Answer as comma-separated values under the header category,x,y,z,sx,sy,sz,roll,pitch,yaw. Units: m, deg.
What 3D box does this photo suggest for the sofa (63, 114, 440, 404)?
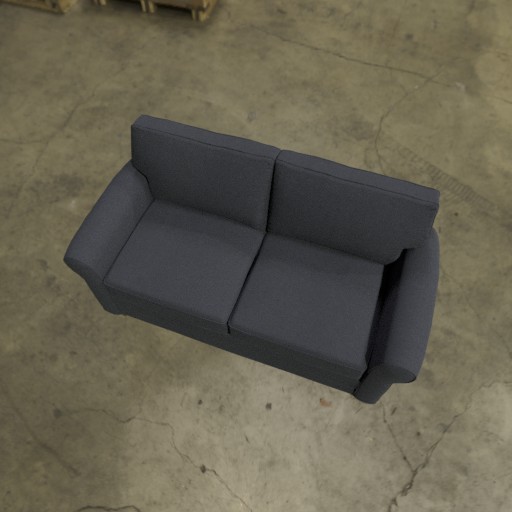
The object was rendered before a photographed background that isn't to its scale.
category,x,y,z,sx,sy,sz,roll,pitch,yaw
sofa,0.000,0.000,2.591,2.009,1.031,0.951,17,59,10
